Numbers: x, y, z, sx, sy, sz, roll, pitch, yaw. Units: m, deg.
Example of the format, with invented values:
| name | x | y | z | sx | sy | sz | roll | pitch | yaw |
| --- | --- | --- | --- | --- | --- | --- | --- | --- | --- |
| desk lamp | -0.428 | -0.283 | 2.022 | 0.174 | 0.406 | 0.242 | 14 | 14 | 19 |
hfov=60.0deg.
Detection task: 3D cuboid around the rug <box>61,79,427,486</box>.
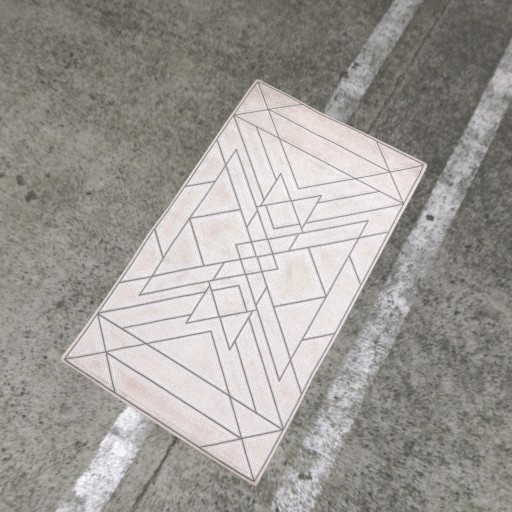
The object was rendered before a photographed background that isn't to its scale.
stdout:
| name | x | y | z | sx | sy | sz | roll | pitch | yaw |
| --- | --- | --- | --- | --- | --- | --- | --- | --- | --- |
| rug | 0.000 | 0.000 | 1.064 | 0.511 | 0.008 | 0.869 | 30 | 76 | 8 |
